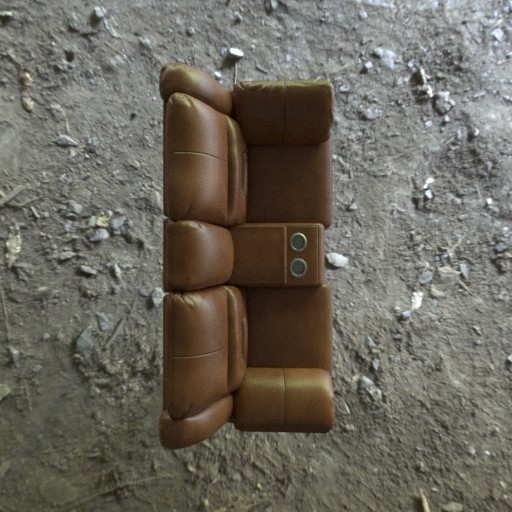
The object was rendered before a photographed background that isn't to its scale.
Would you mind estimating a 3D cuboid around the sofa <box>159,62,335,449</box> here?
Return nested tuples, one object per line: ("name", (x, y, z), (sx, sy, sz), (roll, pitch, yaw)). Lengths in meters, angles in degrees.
("sofa", (0.000, 0.000, 2.650), (0.991, 1.043, 2.058), (0, 90, 0))
